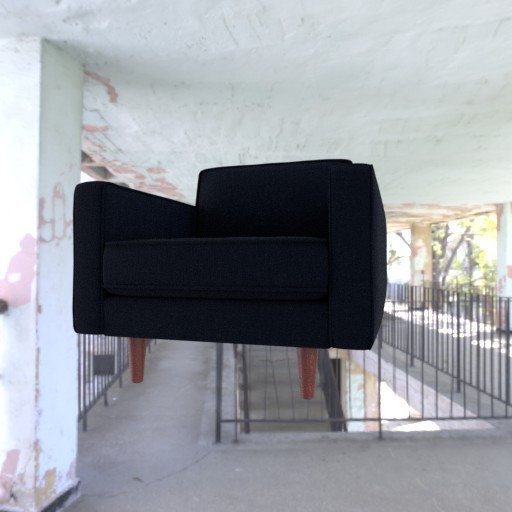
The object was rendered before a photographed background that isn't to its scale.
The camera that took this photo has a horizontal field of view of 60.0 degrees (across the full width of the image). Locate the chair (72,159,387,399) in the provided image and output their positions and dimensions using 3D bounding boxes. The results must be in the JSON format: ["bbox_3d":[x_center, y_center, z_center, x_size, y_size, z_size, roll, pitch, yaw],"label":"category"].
[{"bbox_3d":[0.000,0.000,1.609,0.899,0.770,0.920,0,-1,18],"label":"chair"}]
